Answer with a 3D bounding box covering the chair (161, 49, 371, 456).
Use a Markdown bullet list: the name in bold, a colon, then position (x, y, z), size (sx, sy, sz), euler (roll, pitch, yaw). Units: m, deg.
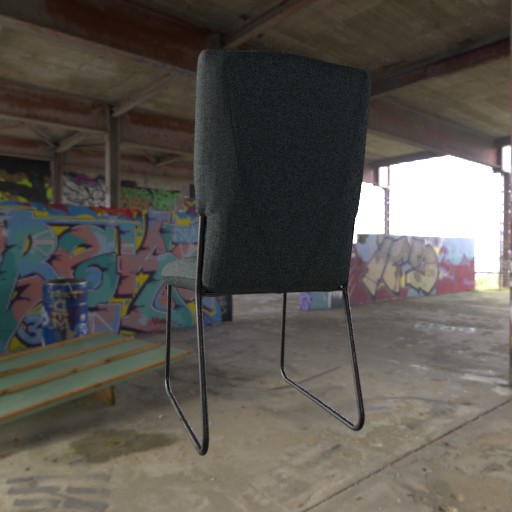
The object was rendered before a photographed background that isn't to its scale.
- **chair**: position (0.000, 0.000, 1.294), size (0.480, 0.931, 0.635), euler (0, 1, -20)
